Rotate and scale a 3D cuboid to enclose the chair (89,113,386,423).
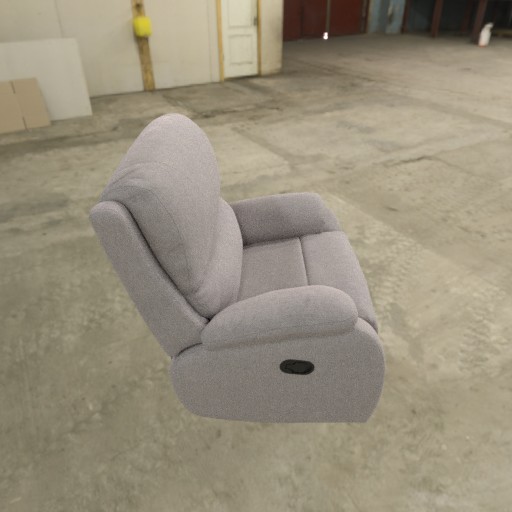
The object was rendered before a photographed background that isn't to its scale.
[{"bbox_3d":[0.000,0.000,1.743,0.899,1.011,0.930,0,32,0],"label":"chair"}]
